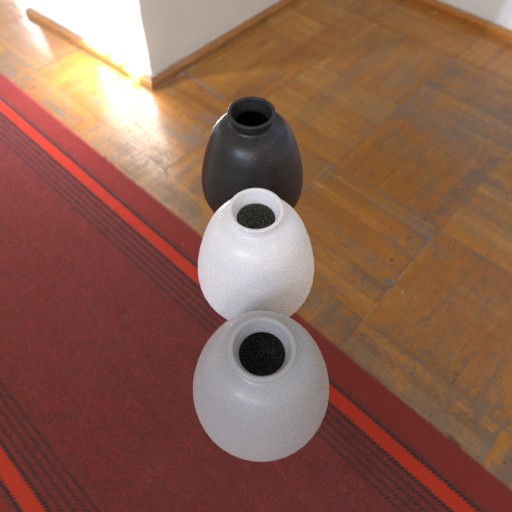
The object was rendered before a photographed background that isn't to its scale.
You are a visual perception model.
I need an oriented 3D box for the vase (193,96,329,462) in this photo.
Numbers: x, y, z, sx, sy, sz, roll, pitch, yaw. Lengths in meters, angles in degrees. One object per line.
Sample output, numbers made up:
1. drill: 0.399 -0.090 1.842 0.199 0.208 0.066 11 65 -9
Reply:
1. vase: 0.000 0.000 0.358 0.097 0.122 0.297 -2 58 -1
